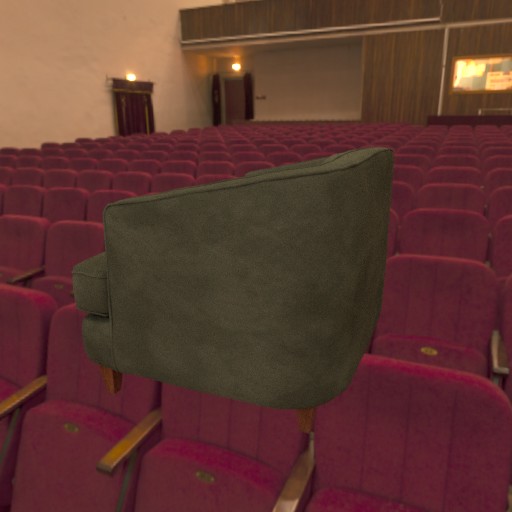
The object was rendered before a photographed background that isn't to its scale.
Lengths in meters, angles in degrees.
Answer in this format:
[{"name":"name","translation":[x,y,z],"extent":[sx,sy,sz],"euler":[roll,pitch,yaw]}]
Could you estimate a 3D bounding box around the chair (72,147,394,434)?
[{"name":"chair","translation":[0.000,0.000,1.772],"extent":[0.941,0.852,1.104],"euler":[7,18,23]}]
